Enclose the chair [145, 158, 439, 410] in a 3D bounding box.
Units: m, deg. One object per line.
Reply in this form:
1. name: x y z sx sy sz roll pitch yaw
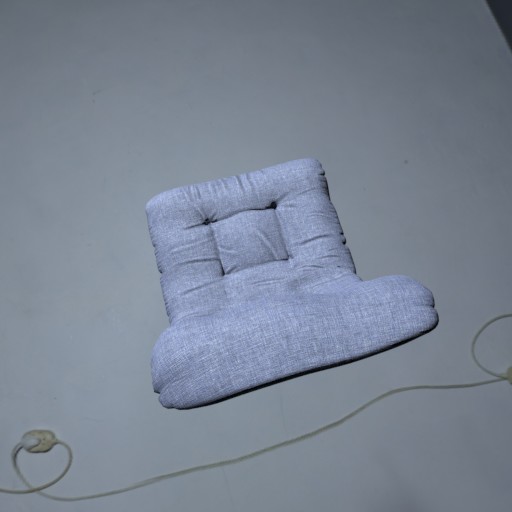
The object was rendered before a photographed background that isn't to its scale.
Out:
1. chair: 0.000 0.000 1.212 0.597 0.749 0.668 -14 75 -4
